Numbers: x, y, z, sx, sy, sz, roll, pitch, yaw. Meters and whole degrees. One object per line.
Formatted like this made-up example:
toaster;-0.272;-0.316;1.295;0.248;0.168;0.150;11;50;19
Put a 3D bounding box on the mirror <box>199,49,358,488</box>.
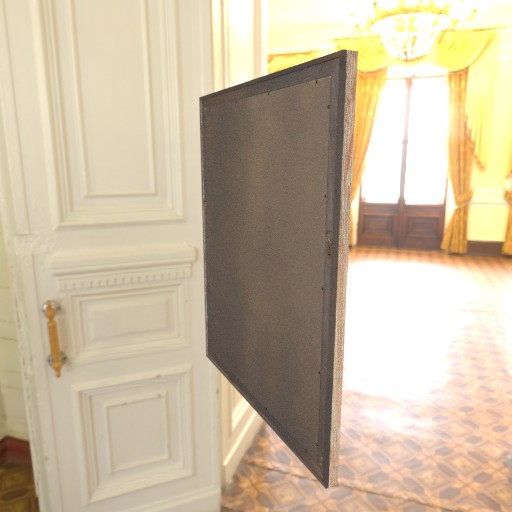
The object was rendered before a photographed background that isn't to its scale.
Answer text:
mirror;0.000;0.000;1.186;0.032;0.882;0.730;-6;14;-26
